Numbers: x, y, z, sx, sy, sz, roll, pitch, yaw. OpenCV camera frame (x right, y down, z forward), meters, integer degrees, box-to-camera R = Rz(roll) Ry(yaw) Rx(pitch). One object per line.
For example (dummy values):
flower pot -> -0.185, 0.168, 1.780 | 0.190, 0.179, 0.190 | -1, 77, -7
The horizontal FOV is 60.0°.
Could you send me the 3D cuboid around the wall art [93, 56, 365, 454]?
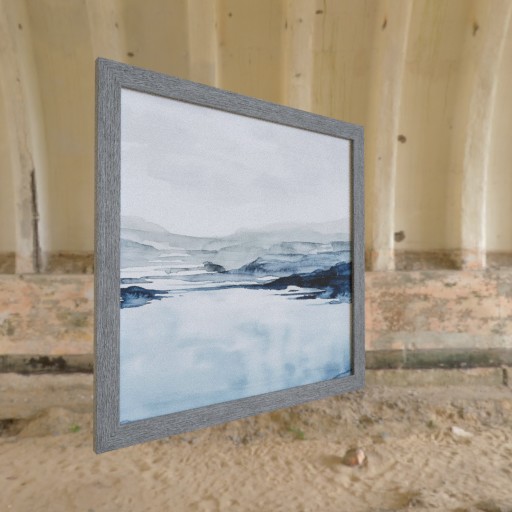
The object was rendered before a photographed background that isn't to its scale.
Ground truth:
wall art -> 0.000, 0.000, 0.969 | 0.685, 0.685, 0.020 | 1, -1, -36
